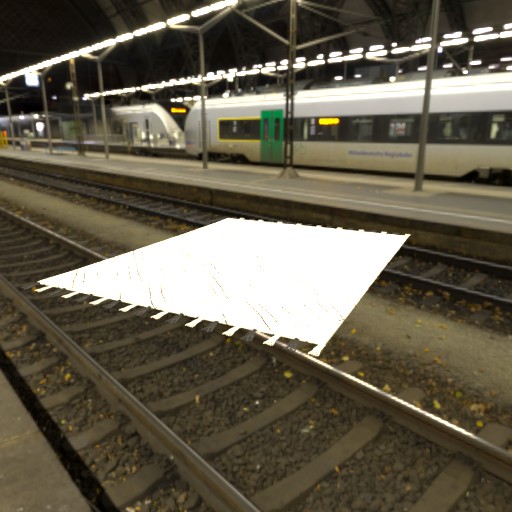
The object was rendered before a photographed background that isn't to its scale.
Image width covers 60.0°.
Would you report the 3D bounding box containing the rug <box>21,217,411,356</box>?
[{"bbox_3d":[0.000,0.000,4.202,2.342,0.026,3.221,8,17,26],"label":"rug"}]
